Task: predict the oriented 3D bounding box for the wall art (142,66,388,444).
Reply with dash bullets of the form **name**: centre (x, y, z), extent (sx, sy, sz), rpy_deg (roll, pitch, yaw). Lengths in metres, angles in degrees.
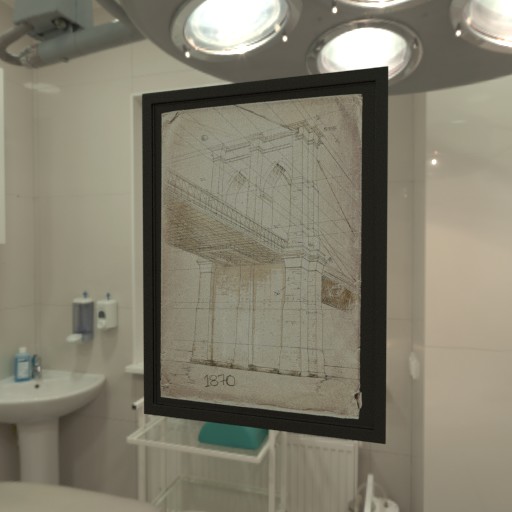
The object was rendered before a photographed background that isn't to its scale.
- **wall art**: centre (0.000, 0.000, 0.847), extent (0.480, 0.657, 0.016), rpy_deg (0, 1, 17)
